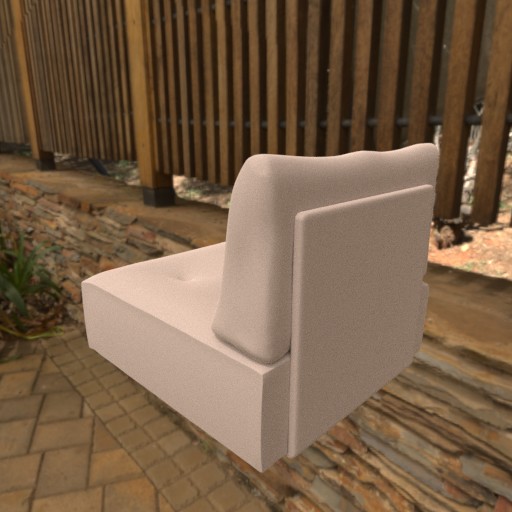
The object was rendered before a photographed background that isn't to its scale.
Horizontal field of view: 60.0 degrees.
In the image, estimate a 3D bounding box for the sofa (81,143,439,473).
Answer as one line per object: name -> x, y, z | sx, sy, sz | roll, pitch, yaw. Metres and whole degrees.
sofa -> 0.000, 0.000, 1.667 | 1.000, 0.828, 0.935 | 16, 23, 42
